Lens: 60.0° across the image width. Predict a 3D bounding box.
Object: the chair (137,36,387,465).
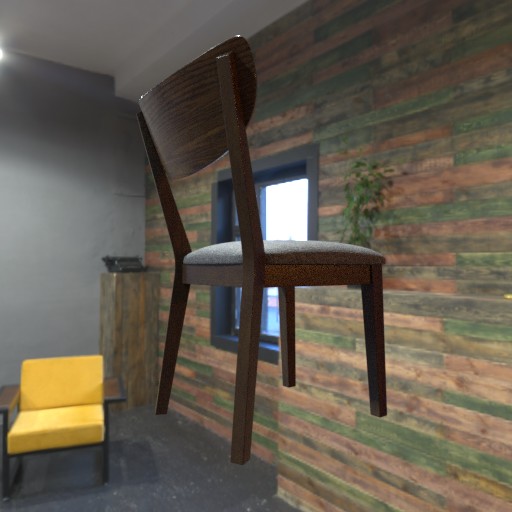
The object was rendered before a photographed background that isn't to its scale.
[{"bbox_3d":[0.000,0.000,1.172,0.583,0.849,0.491,1,-2,-37],"label":"chair"}]
